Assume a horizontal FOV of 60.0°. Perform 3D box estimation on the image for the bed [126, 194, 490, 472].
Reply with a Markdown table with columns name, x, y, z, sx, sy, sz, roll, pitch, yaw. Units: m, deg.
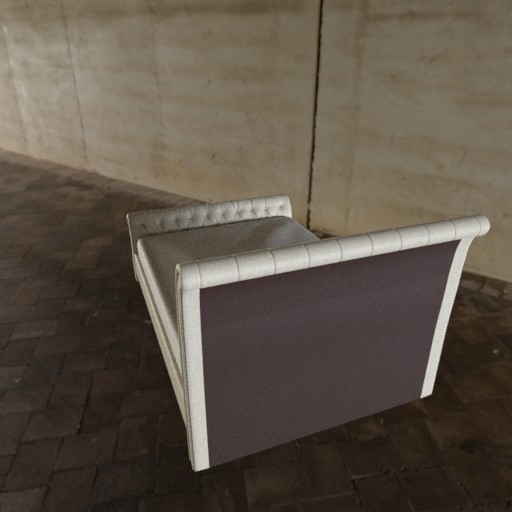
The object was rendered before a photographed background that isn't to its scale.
| name | x | y | z | sx | sy | sz | roll | pitch | yaw |
| --- | --- | --- | --- | --- | --- | --- | --- | --- | --- |
| bed | 0.000 | 0.000 | 3.296 | 1.606 | 1.268 | 2.493 | -10 | 28 | -19 |
